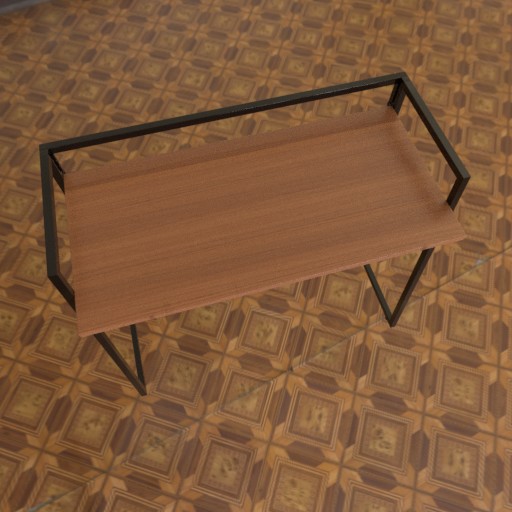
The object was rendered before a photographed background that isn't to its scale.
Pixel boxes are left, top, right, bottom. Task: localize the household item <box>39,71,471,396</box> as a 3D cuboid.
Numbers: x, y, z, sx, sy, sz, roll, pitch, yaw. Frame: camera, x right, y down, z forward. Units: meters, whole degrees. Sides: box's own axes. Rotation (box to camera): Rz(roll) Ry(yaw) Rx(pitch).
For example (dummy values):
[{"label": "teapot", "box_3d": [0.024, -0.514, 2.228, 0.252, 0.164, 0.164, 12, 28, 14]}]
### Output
[{"label": "household item", "box_3d": [0.000, 0.000, 1.497, 1.050, 0.860, 0.510, -14, 63, -7]}]
